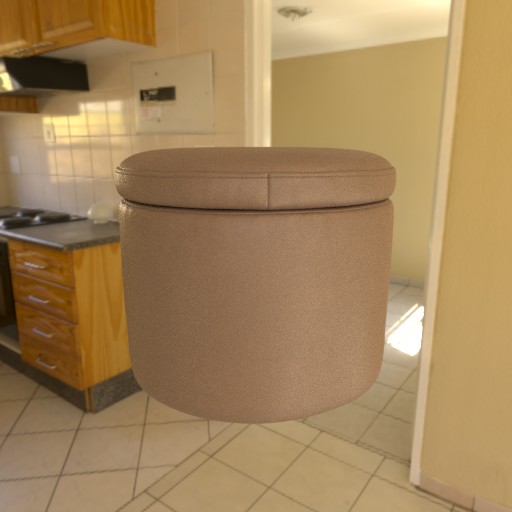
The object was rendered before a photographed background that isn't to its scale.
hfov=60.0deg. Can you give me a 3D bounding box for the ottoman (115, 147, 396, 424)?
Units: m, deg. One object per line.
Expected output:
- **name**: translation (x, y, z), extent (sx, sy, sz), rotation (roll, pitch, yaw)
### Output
- **ottoman**: translation (0.000, 0.000, 0.857), extent (0.500, 0.409, 0.500), rotation (0, 14, 0)
